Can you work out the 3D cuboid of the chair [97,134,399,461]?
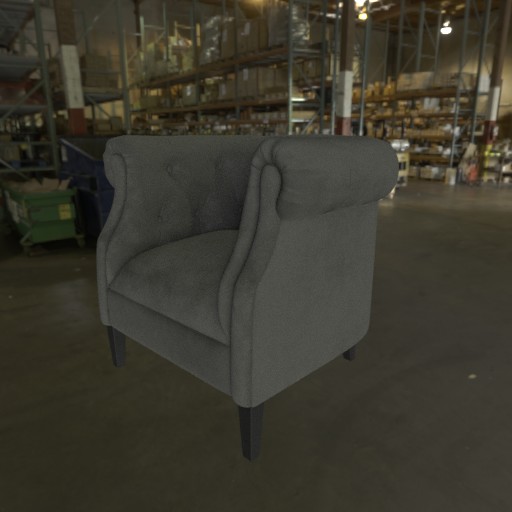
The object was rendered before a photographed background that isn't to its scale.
[{"bbox_3d":[0.000,0.000,1.561,0.904,0.826,0.851,15,21,42],"label":"chair"}]
